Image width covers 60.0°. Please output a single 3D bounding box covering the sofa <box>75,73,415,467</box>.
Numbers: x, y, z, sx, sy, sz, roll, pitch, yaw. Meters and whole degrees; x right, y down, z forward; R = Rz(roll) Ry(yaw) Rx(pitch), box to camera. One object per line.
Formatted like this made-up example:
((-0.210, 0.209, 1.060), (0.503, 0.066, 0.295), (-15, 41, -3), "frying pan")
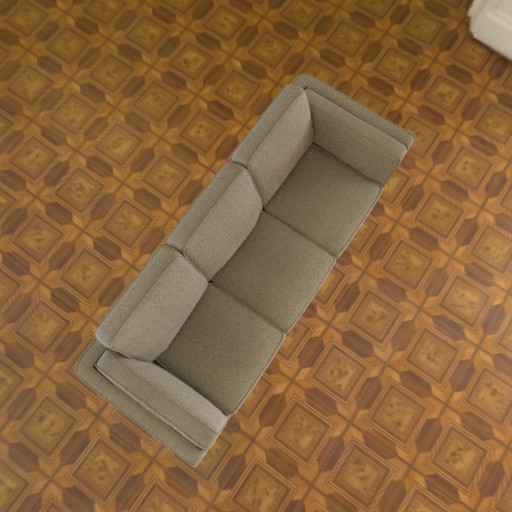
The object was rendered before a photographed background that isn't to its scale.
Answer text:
((0.000, 0.000, 2.844), (0.903, 0.899, 2.362), (34, 78, 8), "sofa")
